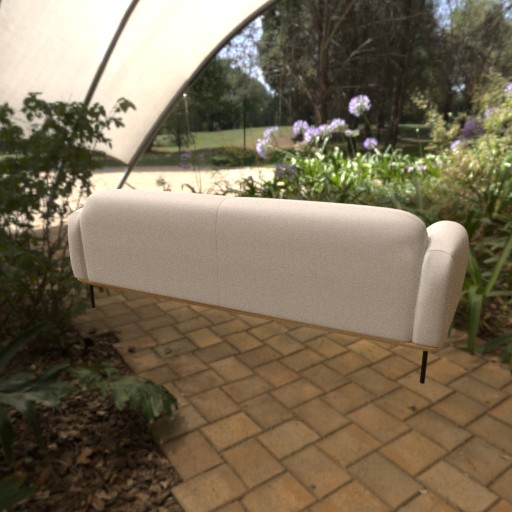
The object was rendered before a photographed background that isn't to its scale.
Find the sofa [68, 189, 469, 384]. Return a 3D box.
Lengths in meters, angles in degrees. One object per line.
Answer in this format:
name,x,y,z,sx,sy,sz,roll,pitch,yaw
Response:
sofa,0.000,0.000,2.629,2.257,0.780,0.880,8,17,25
